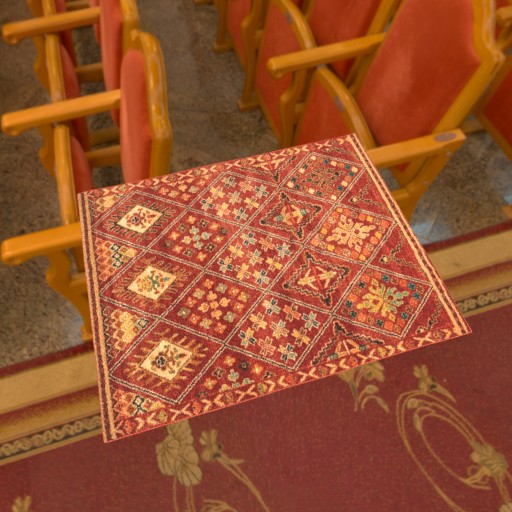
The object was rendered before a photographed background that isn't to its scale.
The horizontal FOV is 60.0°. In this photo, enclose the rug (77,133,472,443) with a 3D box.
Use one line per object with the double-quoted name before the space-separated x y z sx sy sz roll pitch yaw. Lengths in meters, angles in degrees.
"rug" 0.000 0.000 4.133 3.086 0.030 2.489 -14 59 -9
